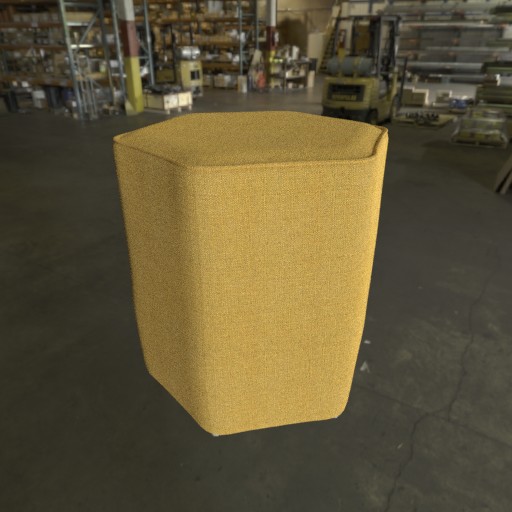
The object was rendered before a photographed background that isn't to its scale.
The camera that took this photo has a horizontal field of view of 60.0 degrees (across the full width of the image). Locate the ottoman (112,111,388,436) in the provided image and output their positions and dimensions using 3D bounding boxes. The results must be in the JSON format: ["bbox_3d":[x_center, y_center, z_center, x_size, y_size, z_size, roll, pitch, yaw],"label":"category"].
[{"bbox_3d":[0.000,0.000,0.882,0.443,0.502,0.494,9,27,17],"label":"ottoman"}]
